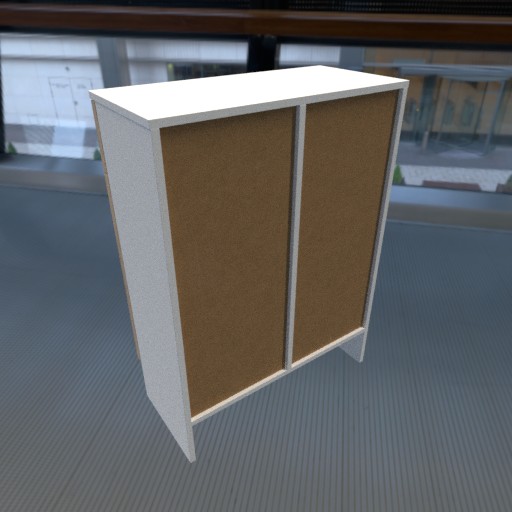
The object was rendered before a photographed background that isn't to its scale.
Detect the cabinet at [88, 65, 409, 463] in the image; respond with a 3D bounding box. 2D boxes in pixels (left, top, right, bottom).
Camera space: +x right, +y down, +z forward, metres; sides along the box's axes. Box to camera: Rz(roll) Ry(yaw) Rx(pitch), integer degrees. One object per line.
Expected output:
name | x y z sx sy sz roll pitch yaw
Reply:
cabinet | 0.000 0.000 1.115 0.600 0.815 0.296 -20 36 -30
